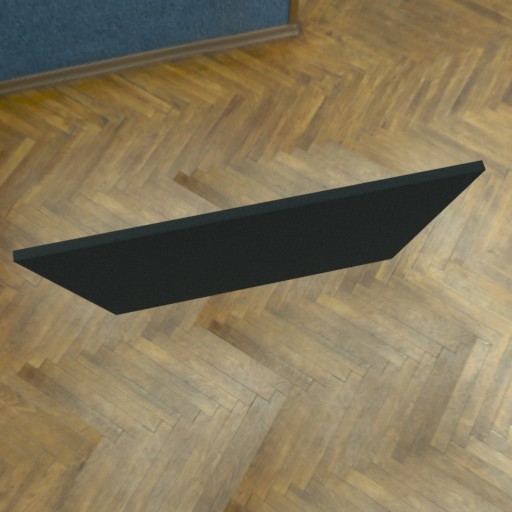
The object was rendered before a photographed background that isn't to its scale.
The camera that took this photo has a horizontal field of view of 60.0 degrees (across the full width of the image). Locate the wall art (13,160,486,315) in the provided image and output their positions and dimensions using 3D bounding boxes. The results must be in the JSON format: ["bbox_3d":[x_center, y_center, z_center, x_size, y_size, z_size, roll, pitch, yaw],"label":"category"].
[{"bbox_3d":[0.000,0.000,1.198,0.958,0.656,0.026,-11,74,-3],"label":"wall art"}]
